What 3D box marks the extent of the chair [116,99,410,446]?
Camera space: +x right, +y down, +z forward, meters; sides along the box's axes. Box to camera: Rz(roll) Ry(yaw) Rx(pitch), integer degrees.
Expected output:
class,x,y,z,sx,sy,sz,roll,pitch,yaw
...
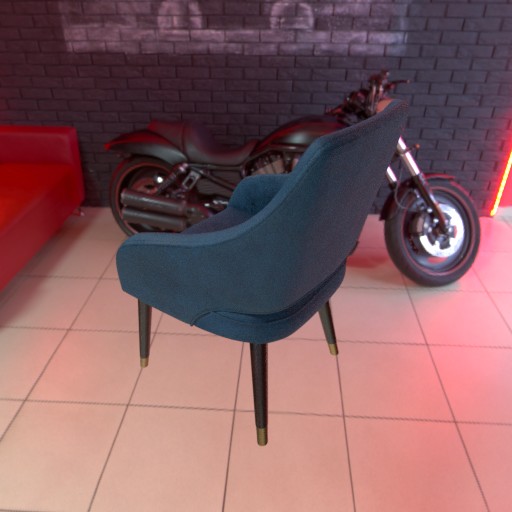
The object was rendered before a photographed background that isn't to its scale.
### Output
class,x,y,z,sx,sy,sz,roll,pitch,yaw
chair,0.000,0.000,1.537,0.794,1.081,0.683,21,38,30
